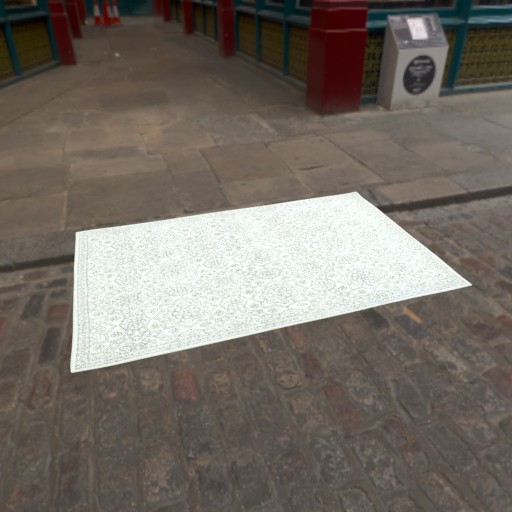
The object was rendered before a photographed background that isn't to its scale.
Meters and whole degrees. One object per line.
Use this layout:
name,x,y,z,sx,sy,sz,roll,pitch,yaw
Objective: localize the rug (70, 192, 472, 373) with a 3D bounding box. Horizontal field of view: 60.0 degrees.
rug,0.000,0.000,3.124,2.434,0.023,1.518,-10,34,-15
